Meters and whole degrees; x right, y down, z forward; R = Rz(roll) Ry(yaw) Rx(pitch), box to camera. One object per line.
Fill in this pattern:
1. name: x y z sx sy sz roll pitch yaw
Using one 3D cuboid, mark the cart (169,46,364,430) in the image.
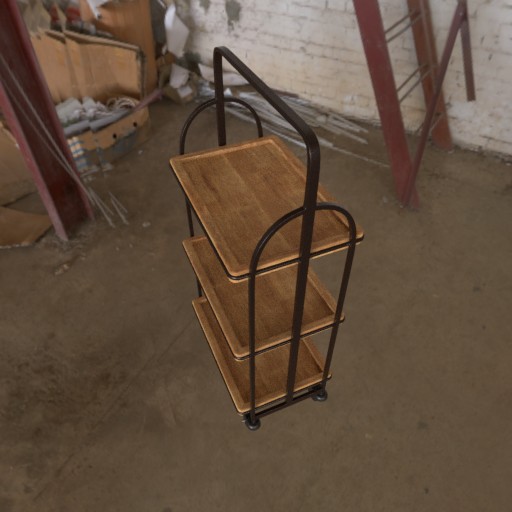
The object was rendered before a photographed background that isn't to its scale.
1. cart: 0.000 0.000 1.242 0.327 1.001 0.553 -17 47 -16
